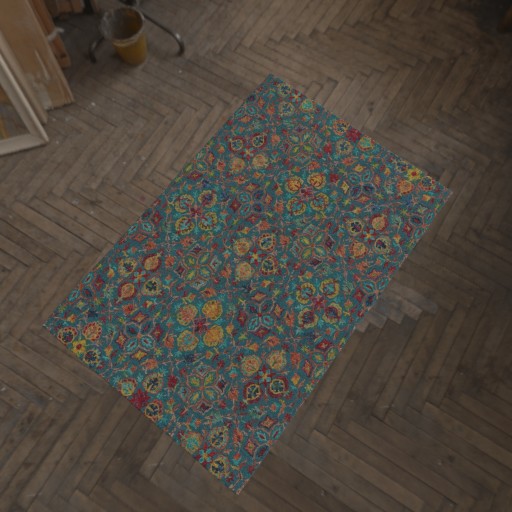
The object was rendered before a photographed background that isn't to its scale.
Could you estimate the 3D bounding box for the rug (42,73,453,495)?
[{"bbox_3d":[0.000,0.000,2.250,1.216,0.014,1.836,37,77,10],"label":"rug"}]
